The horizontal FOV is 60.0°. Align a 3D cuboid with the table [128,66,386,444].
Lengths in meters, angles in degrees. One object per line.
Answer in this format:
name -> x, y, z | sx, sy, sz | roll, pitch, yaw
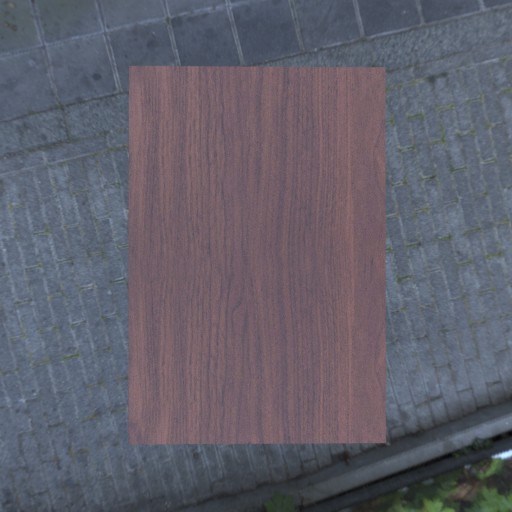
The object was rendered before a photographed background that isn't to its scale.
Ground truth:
table -> 0.000, 0.000, 1.048 | 0.406, 0.711, 0.589 | 0, 90, -1
